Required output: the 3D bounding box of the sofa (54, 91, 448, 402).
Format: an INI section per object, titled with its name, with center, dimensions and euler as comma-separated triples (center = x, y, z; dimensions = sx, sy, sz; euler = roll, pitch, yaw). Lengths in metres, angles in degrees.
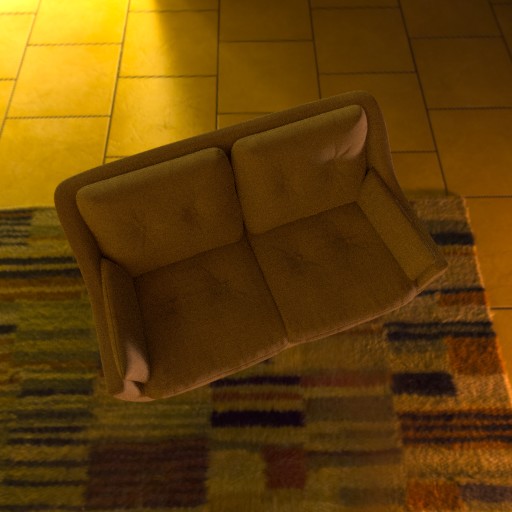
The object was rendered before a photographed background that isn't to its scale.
[sofa]
center = 0.000, 0.000, 2.237
dimensions = 1.652, 0.888, 0.965
euler = -19, 66, -9
